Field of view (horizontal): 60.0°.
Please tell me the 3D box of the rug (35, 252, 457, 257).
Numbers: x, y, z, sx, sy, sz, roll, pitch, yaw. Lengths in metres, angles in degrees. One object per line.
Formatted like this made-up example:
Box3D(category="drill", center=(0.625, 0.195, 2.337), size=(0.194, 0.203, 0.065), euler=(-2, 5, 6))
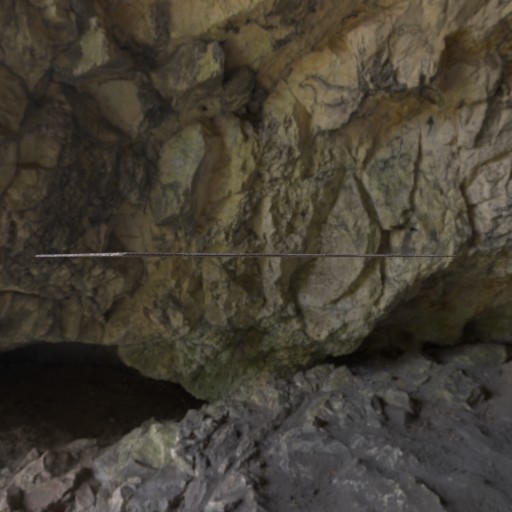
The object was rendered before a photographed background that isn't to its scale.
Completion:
Box3D(category="rug", center=(0.000, 0.000, 3.033), size=(2.457, 0.012, 1.541), euler=(0, 0, -38))
